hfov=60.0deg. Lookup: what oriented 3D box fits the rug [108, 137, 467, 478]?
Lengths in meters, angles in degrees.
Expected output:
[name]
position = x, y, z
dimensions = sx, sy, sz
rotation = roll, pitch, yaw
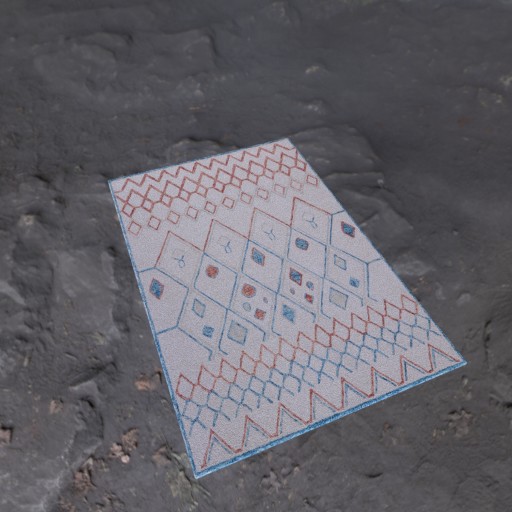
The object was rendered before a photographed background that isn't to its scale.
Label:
[rug]
position = 0.000, 0.000, 2.315
dimensions = 1.219, 0.016, 1.829
rotation = -17, 51, -14
